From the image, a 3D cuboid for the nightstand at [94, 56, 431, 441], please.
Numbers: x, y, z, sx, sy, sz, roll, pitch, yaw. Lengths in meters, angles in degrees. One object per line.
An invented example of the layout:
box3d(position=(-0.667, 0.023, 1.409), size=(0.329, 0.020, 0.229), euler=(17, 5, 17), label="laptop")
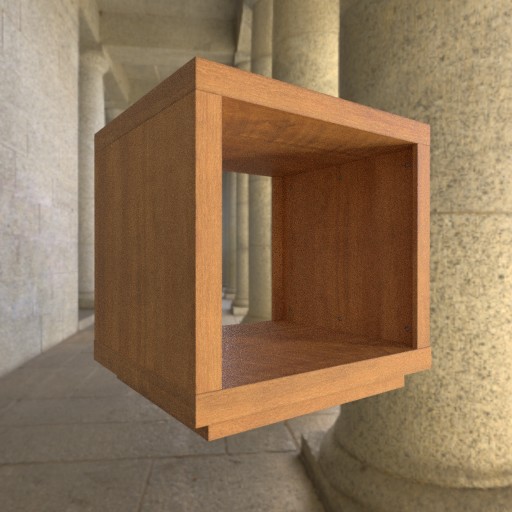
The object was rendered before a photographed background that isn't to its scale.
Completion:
box3d(position=(0.000, 0.000, 0.859), size=(0.493, 0.491, 0.436), euler=(0, 0, -36), label="nightstand")
